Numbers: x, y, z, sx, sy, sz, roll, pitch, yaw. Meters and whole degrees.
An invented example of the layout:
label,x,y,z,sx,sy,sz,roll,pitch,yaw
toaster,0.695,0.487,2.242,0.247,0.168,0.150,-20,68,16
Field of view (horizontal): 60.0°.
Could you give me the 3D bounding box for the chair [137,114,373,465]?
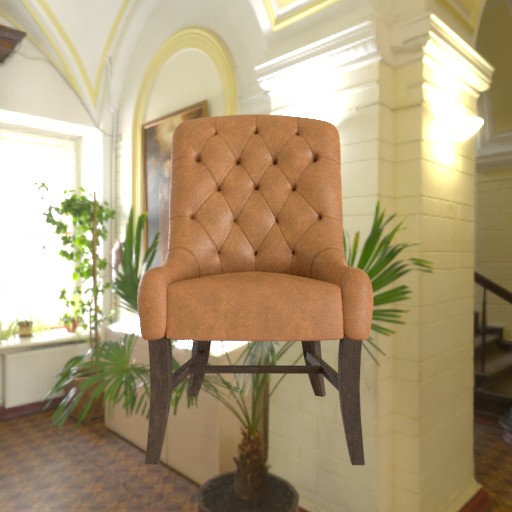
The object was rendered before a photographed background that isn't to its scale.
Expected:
label,x,y,z,sx,sy,sz,roll,pitch,yaw
chair,0.000,0.000,1.467,0.634,1.091,0.629,0,0,1
